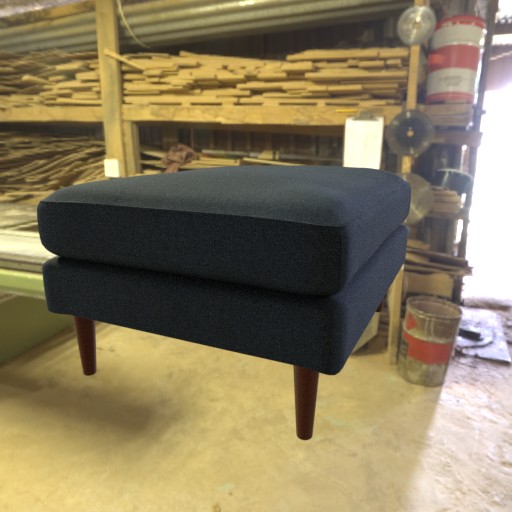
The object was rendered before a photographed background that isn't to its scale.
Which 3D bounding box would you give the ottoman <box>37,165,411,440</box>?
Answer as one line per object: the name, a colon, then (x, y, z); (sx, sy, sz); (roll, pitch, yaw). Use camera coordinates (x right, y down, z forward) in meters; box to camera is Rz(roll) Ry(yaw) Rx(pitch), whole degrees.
ottoman: (0.000, 0.000, 1.207); (0.693, 0.474, 0.821); (7, 16, 25)
